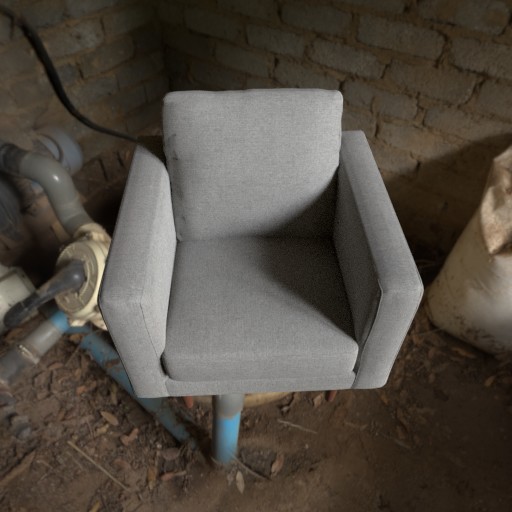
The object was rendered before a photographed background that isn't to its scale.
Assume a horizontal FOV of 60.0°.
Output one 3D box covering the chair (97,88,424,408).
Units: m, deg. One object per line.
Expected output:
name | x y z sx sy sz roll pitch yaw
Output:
chair | 0.000 0.000 1.538 0.855 0.927 0.800 -2 46 -2
